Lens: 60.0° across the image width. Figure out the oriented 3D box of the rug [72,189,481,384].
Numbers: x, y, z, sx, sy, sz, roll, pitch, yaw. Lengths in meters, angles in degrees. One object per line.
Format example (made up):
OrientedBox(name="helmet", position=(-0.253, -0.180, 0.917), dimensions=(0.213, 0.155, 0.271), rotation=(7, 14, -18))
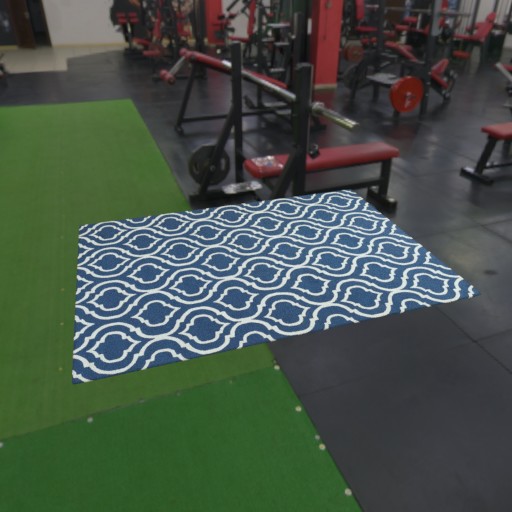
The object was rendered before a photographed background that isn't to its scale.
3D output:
OrientedBox(name="rug", position=(0.000, 0.000, 2.786), dimensions=(2.134, 0.010, 1.524), rotation=(-9, 33, -15))
